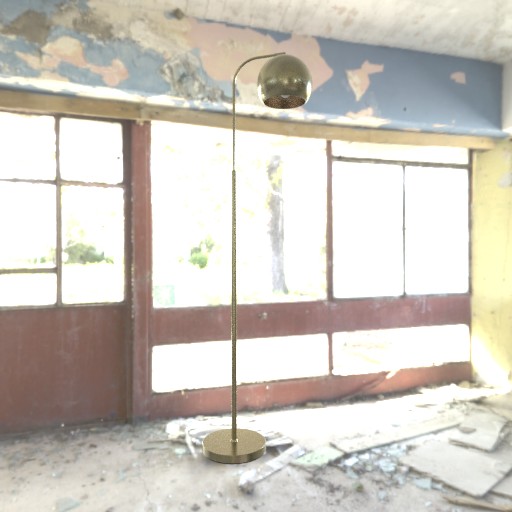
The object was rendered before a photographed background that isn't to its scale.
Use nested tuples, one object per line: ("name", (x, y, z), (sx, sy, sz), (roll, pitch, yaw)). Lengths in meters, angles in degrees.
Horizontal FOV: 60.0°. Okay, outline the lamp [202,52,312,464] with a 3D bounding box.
("lamp", (0.000, 0.000, 1.705), (0.431, 1.526, 0.250), (0, 1, 18))
